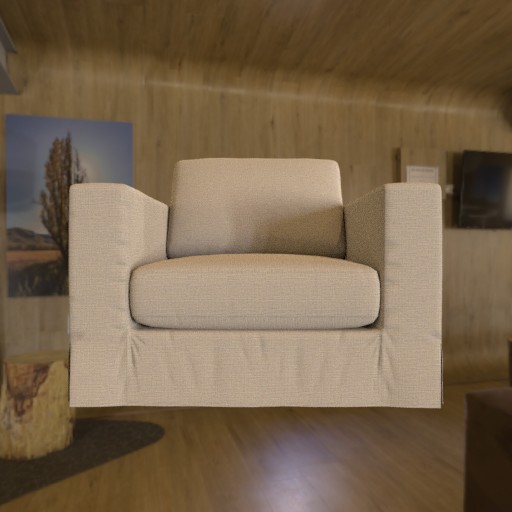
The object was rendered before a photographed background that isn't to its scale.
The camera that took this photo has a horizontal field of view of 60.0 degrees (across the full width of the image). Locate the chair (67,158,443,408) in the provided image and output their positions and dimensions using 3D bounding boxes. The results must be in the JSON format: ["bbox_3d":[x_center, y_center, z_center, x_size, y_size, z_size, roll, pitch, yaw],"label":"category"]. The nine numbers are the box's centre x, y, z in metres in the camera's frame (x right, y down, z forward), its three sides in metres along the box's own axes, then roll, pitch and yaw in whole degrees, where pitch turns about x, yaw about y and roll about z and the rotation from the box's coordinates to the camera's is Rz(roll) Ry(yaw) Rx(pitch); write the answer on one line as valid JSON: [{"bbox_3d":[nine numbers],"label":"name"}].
[{"bbox_3d":[0.000,0.000,1.765,1.150,0.878,0.957,0,0,1],"label":"chair"}]
